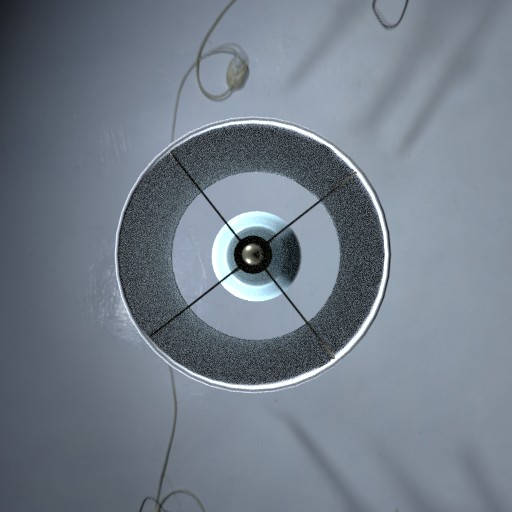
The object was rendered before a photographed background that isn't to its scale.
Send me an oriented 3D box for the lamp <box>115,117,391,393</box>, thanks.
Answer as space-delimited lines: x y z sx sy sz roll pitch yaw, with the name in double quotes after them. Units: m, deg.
0.000 0.000 1.104 0.418 0.871 0.418 0 90 1 "lamp"
